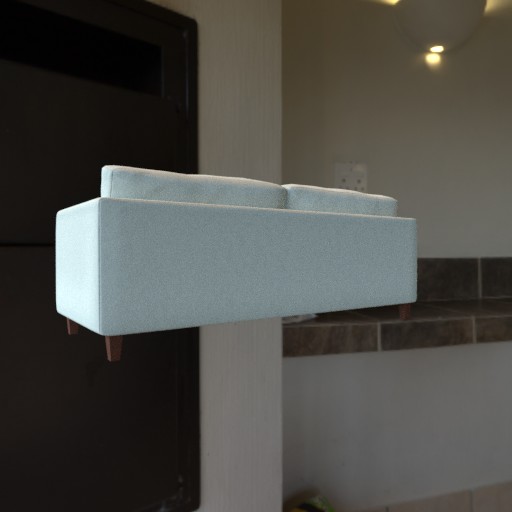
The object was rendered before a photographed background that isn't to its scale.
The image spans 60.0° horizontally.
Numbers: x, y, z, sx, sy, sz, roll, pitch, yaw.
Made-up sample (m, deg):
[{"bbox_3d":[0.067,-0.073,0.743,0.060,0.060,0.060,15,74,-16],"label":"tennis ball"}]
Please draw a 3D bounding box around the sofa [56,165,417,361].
[{"bbox_3d":[0.000,0.000,3.086,2.434,0.965,0.948,-1,1,-35],"label":"sofa"}]
